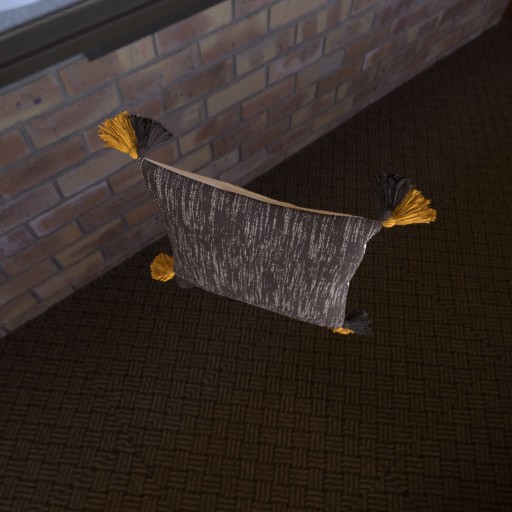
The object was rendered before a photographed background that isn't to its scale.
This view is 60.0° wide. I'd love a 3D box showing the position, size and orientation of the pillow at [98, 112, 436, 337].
[{"bbox_3d":[0.000,0.000,1.007,0.654,0.659,0.139,17,61,9],"label":"pillow"}]
